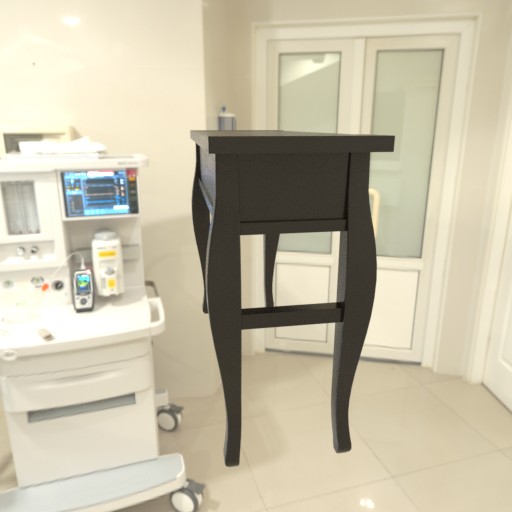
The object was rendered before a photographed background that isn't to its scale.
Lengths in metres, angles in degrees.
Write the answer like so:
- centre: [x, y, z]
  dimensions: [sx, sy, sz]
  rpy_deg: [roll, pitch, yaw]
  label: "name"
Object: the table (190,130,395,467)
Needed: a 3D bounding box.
- centre: [0.000, 0.000, 1.425]
  dimensions: [0.373, 0.768, 1.062]
  rpy_deg: [-3, 17, -9]
  label: "table"
